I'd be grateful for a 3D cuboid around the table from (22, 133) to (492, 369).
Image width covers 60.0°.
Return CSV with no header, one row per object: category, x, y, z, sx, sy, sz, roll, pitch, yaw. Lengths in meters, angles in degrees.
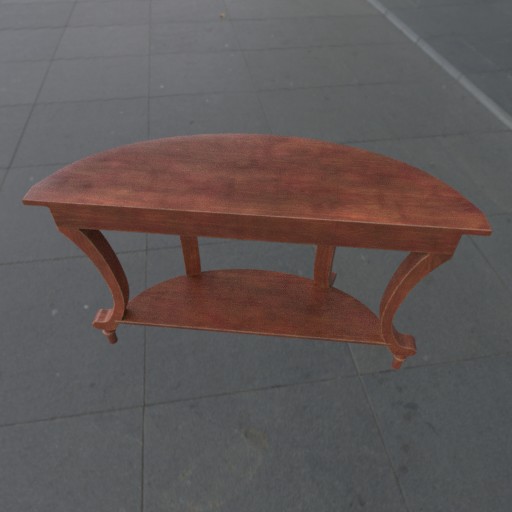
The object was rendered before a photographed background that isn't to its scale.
table,0.000,0.000,1.507,1.198,0.699,0.394,4,46,4
